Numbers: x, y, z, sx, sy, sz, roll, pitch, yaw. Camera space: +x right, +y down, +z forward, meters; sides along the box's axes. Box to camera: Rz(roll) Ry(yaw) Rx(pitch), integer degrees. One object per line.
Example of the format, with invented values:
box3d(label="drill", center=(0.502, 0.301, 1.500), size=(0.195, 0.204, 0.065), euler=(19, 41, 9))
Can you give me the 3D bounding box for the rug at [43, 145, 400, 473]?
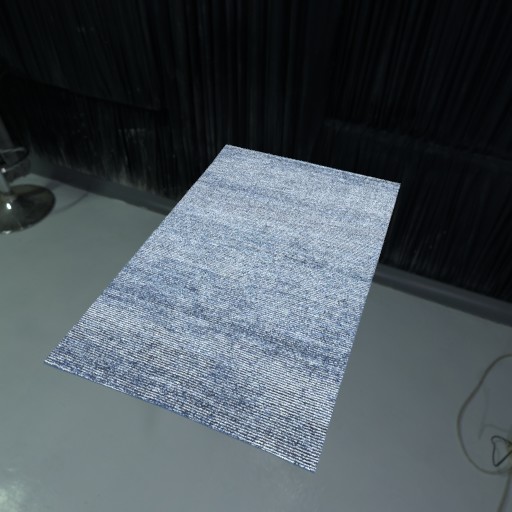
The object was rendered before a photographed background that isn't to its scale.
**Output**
box3d(label="rug", center=(0.000, 0.000, 2.243), size=(1.159, 0.025, 1.793), euler=(16, 48, 15))
